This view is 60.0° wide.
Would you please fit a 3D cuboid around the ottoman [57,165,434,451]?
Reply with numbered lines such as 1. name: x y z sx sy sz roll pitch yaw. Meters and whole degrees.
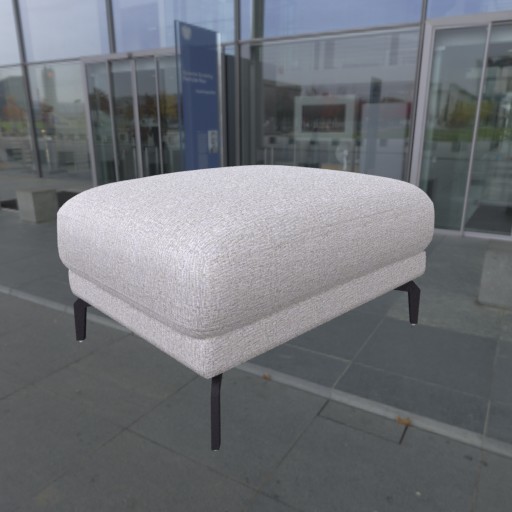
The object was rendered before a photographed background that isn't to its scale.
1. ottoman: 0.000 0.000 1.080 0.772 0.420 0.568 -16 23 -42
